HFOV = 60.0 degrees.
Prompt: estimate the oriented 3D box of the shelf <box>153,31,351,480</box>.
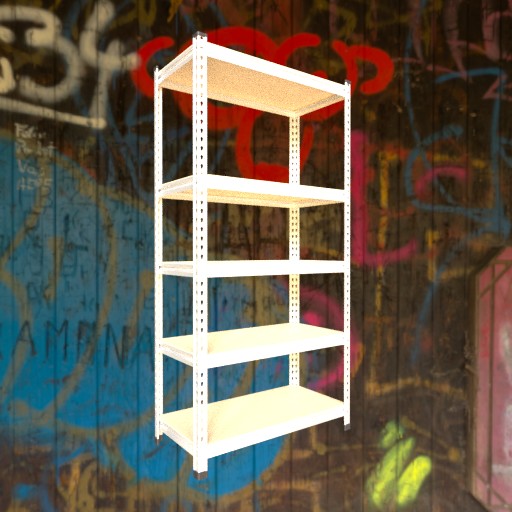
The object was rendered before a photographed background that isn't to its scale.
[{"bbox_3d":[0.000,0.000,2.253,0.914,1.829,0.457,0,1,-36],"label":"shelf"}]
